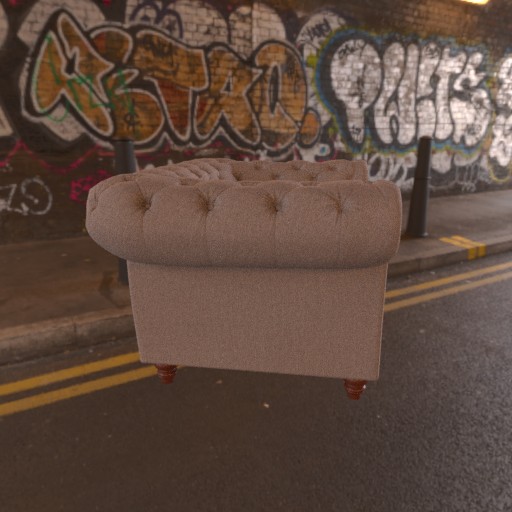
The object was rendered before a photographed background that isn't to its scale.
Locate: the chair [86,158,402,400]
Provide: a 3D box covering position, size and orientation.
[{"bbox_3d":[0.000,0.000,1.905,0.976,0.770,1.270,2,16,8],"label":"chair"}]
